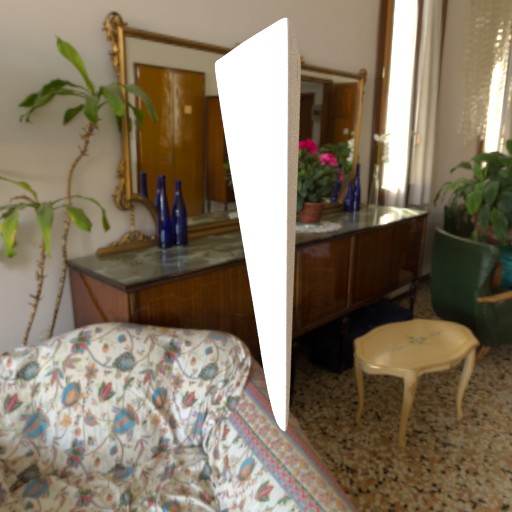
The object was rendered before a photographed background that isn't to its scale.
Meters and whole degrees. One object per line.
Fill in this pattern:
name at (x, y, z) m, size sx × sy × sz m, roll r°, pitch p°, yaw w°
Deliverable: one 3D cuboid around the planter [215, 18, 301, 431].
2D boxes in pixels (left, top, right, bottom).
planter at (0.000, 0.000, 0.383) m, size 0.065 × 0.338 × 0.143 m, roll 2°, pitch 14°, yaw 8°
